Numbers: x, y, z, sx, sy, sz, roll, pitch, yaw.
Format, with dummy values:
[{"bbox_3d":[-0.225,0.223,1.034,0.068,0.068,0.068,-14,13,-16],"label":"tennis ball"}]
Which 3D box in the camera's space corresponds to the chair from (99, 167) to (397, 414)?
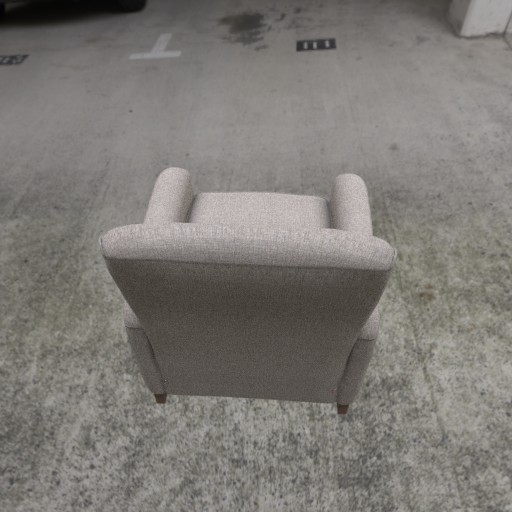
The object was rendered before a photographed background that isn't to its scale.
[{"bbox_3d":[0.000,0.000,1.611,0.848,1.014,0.864,2,46,2],"label":"chair"}]
